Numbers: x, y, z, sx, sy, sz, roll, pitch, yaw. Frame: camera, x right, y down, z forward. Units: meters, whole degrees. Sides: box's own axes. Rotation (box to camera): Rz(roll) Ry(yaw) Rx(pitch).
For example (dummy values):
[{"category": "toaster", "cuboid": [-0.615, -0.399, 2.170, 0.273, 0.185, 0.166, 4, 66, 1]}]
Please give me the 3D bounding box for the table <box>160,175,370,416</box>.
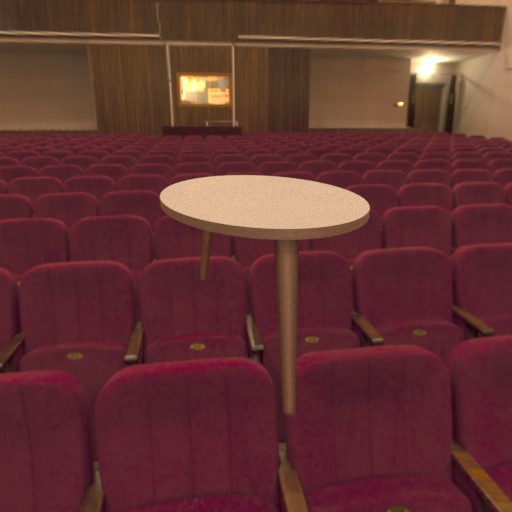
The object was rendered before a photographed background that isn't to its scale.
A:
[{"category": "table", "cuboid": [0.000, 0.000, 1.337, 0.542, 0.390, 1.083, -2, 15, -7]}]
